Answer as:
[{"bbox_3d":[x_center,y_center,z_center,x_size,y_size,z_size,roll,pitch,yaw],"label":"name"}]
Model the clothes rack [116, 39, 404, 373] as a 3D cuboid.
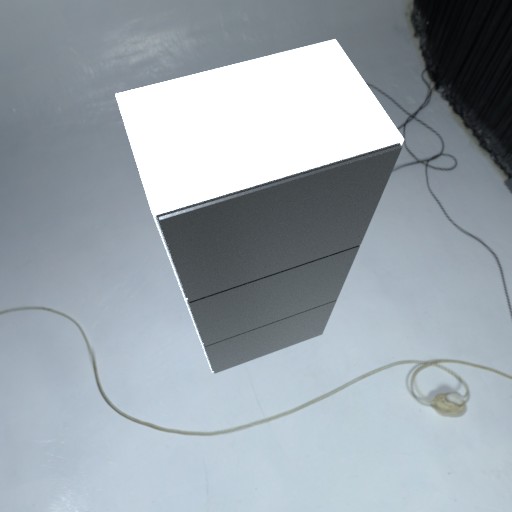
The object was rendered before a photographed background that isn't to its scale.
[{"bbox_3d":[0.000,0.000,1.411,0.500,1.187,0.330,-18,64,-9],"label":"clothes rack"}]
